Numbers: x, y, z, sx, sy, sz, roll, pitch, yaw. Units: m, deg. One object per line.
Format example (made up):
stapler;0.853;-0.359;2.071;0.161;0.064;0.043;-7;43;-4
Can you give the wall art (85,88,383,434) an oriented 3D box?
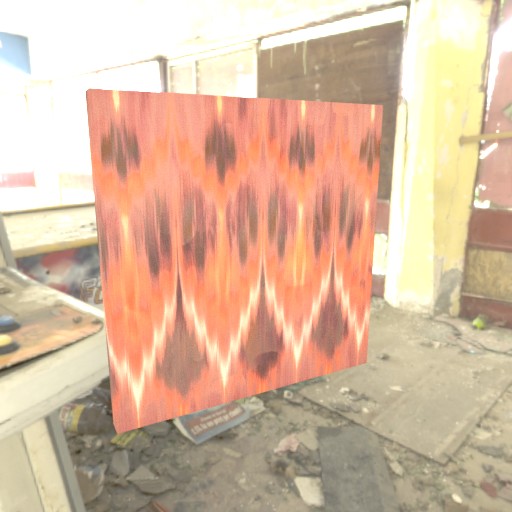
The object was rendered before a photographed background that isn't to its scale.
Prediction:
wall art;0.000;0.000;0.906;0.603;0.609;0.037;-7;15;-27
